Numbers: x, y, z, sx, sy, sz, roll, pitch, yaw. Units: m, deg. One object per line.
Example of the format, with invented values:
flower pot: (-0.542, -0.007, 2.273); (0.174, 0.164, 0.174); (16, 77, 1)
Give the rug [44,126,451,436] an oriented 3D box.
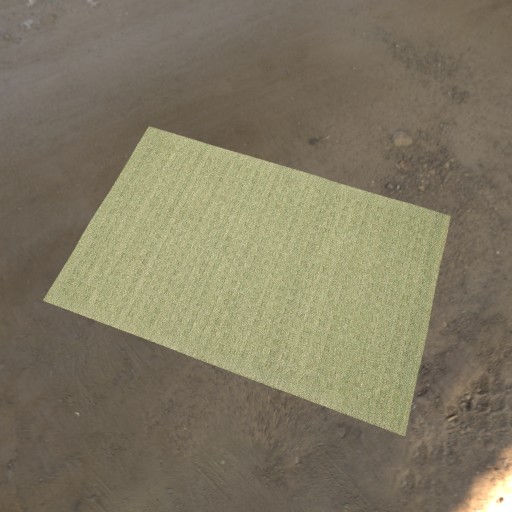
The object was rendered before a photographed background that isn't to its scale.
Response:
rug: (0.000, 0.000, 2.211); (1.747, 0.006, 1.143); (18, 65, 9)
